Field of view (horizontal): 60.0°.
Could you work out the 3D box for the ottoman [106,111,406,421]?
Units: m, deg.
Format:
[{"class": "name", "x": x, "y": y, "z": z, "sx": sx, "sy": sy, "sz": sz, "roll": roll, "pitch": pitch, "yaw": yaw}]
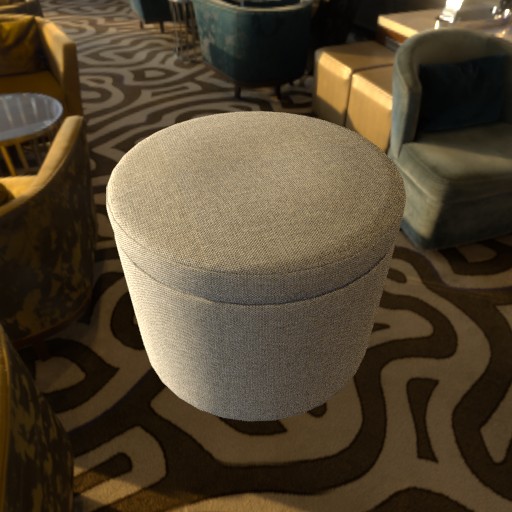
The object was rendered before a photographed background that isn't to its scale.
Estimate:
[{"class": "ottoman", "x": 0.000, "y": 0.000, "z": 0.879, "sx": 0.500, "sy": 0.419, "sz": 0.500, "roll": 0, "pitch": 42, "yaw": 0}]
